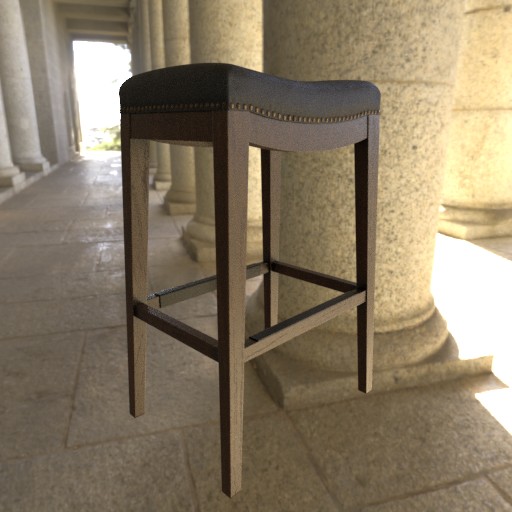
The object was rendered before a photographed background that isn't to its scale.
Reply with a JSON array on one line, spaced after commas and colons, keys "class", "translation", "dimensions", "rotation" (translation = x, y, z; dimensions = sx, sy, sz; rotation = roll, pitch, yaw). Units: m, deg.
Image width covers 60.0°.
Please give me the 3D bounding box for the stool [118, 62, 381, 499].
[{"class": "stool", "translation": [0.000, 0.000, 1.007], "dimensions": [0.361, 0.765, 0.500], "rotation": [16, 22, 42]}]
